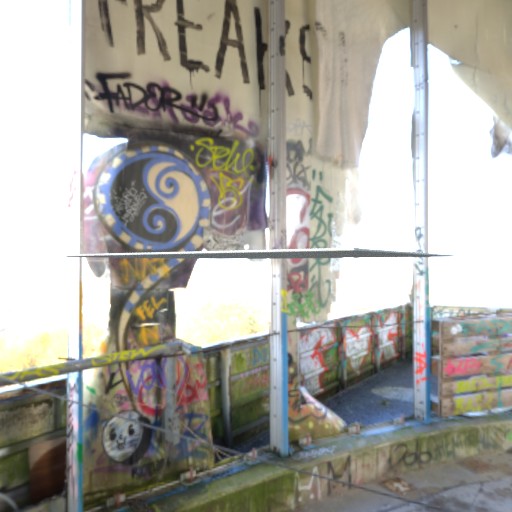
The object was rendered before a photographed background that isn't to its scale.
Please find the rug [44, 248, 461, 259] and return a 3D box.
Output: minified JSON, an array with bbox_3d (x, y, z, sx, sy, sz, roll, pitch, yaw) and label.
[{"bbox_3d":[0.000,0.000,3.985,2.945,0.014,2.353,-1,-1,37],"label":"rug"}]
